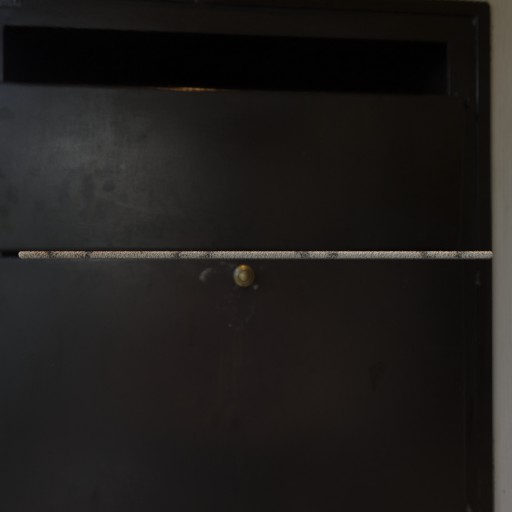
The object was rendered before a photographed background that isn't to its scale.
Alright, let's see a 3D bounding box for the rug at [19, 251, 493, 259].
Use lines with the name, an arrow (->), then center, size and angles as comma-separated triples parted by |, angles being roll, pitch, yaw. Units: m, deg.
rug -> 0.000, 0.000, 2.077 | 1.600, 0.025, 1.200 | 0, 0, 0
